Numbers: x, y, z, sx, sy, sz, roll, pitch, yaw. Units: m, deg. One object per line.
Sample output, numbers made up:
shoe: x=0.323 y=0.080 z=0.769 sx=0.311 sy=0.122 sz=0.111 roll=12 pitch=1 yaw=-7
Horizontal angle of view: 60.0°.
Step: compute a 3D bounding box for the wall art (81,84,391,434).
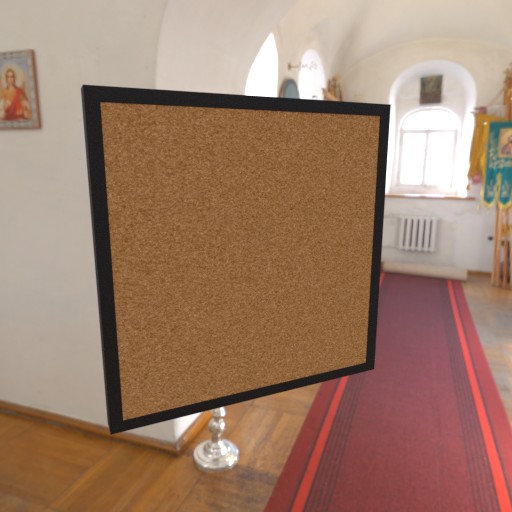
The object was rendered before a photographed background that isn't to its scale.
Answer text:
wall art: x=0.000 y=0.000 z=0.742 sx=0.506 sy=0.503 sz=0.036 roll=-6 pitch=14 yaw=-25
